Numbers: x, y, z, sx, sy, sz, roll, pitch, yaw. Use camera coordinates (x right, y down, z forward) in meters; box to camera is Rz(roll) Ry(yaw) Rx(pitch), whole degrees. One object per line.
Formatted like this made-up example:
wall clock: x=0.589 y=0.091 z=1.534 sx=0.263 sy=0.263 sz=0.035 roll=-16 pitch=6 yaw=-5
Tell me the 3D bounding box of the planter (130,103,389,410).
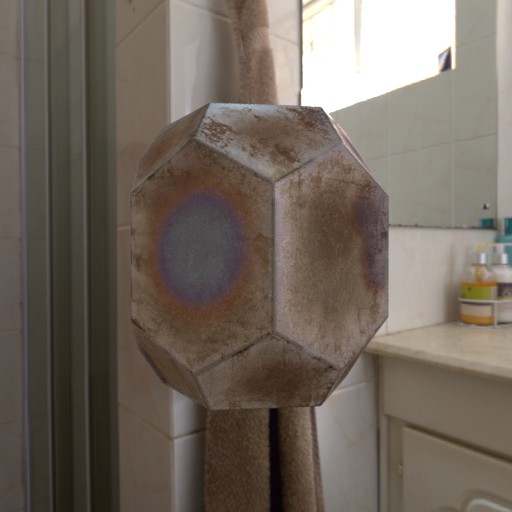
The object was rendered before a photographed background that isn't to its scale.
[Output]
planter: x=0.000 y=0.000 z=0.421 sx=0.243 sy=0.238 sz=0.221 roll=0 pitch=1 yaw=-36
